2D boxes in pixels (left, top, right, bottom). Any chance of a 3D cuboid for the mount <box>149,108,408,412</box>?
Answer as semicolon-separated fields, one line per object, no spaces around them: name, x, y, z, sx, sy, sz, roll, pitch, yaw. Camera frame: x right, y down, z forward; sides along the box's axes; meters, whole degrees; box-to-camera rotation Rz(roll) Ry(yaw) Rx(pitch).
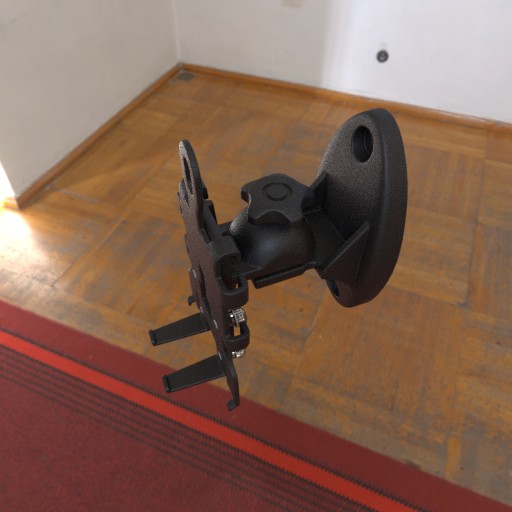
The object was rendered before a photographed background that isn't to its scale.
mount;0.000;0.000;0.181;0.100;0.118;0.066;-17;50;-15
